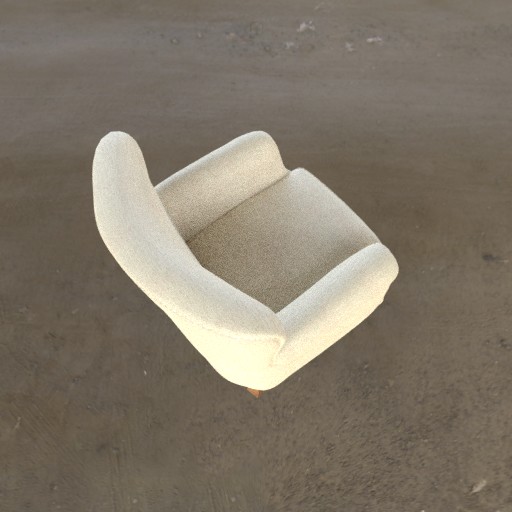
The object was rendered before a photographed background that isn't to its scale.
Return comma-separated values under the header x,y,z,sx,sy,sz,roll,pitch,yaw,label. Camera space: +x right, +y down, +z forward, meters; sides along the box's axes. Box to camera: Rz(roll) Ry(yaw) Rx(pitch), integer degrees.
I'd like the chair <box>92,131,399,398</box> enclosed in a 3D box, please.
x,y,z,sx,sy,sz,roll,pitch,yaw,label
0.000,0.000,1.670,0.921,0.936,0.861,-31,63,-18,chair
